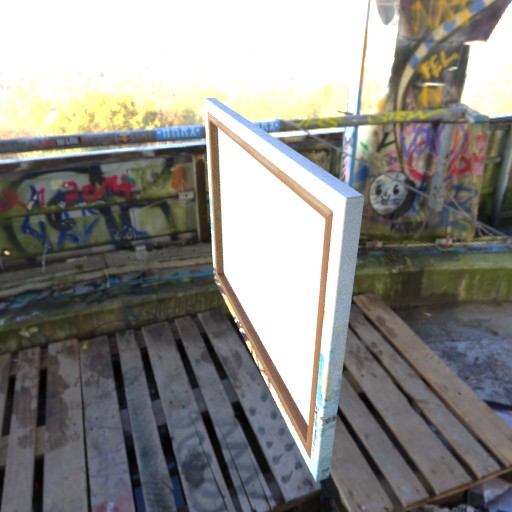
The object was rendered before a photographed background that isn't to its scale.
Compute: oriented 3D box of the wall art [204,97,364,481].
[{"bbox_3d":[0.000,0.000,1.350,0.038,0.762,1.016,-10,31,-17],"label":"wall art"}]
